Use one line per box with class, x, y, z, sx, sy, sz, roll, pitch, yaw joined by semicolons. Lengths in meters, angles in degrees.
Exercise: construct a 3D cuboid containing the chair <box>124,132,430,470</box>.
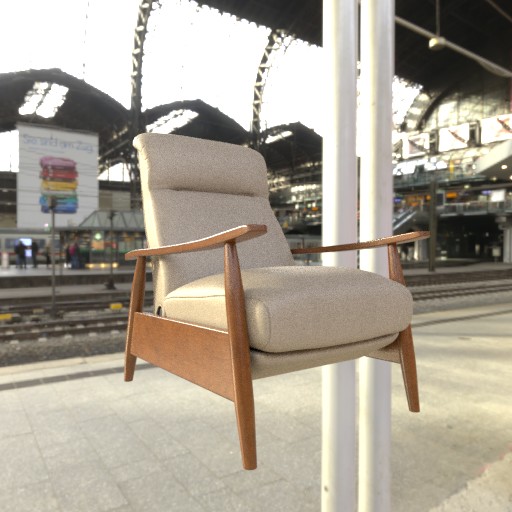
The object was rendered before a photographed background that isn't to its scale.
chair;0.000;0.000;1.734;0.762;1.082;1.032;-1;1;-35
